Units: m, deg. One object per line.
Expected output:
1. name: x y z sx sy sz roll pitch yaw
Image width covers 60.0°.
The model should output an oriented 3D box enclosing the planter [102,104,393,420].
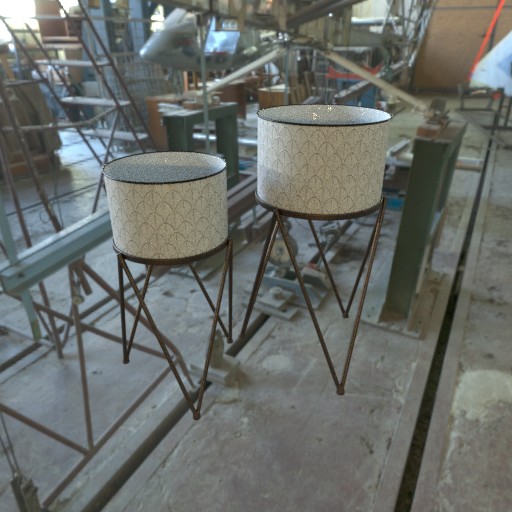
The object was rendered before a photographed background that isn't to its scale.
1. planter: 0.000 0.000 1.183 0.769 0.712 0.413 -8 27 -16
